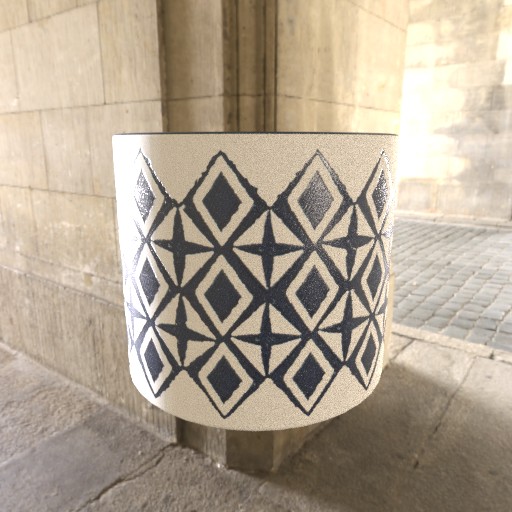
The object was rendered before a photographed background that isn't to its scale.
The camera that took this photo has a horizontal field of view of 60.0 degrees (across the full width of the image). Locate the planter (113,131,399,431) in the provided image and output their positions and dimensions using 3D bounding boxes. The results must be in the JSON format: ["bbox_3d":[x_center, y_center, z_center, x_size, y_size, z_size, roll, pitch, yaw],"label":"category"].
[{"bbox_3d":[0.000,0.000,0.273,0.159,0.144,0.159,0,14,0],"label":"planter"}]
